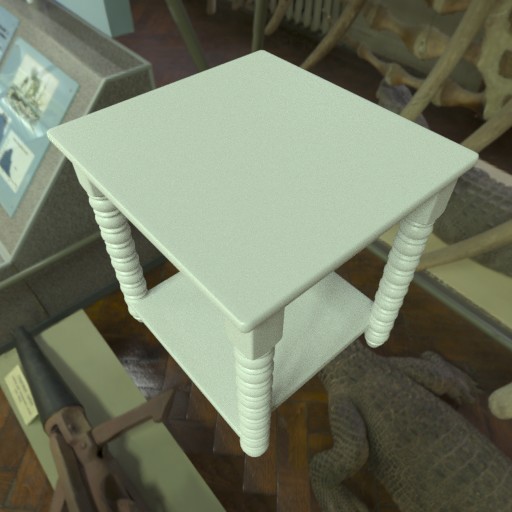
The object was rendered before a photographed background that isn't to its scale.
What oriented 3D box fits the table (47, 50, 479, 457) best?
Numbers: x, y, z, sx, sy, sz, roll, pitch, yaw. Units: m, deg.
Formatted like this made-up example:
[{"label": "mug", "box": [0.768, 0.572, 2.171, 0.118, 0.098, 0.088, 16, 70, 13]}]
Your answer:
[{"label": "table", "box": [0.000, 0.000, 0.943, 0.500, 0.563, 0.533, -33, 56, -26]}]
